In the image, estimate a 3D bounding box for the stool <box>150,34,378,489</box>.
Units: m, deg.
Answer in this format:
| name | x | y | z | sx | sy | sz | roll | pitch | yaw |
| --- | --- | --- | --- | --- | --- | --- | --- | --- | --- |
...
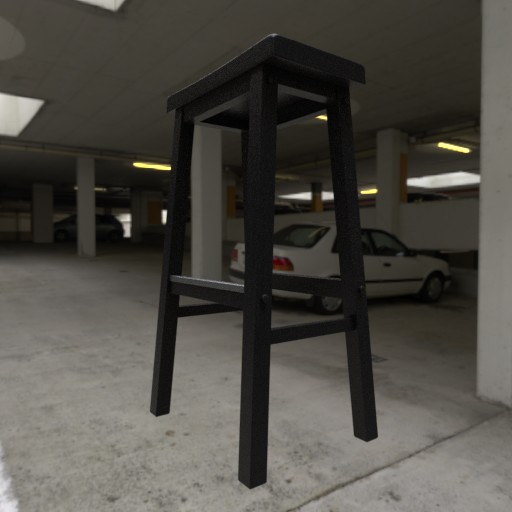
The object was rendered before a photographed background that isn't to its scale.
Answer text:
| name | x | y | z | sx | sy | sz | roll | pitch | yaw |
| --- | --- | --- | --- | --- | --- | --- | --- | --- | --- |
| stool | 0.000 | 0.000 | 0.962 | 0.322 | 0.742 | 0.406 | -1 | 2 | -36 |
